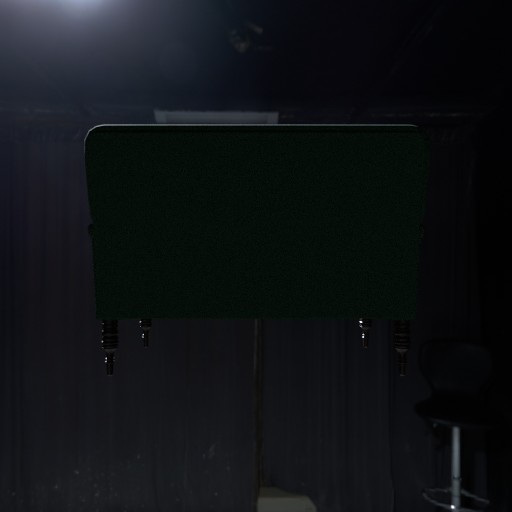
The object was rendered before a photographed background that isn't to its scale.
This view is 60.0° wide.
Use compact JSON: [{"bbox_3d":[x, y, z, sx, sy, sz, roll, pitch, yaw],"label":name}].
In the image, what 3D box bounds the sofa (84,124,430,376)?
[{"bbox_3d":[0.000,0.000,1.881,1.297,0.889,0.779,0,-1,0],"label":"sofa"}]
